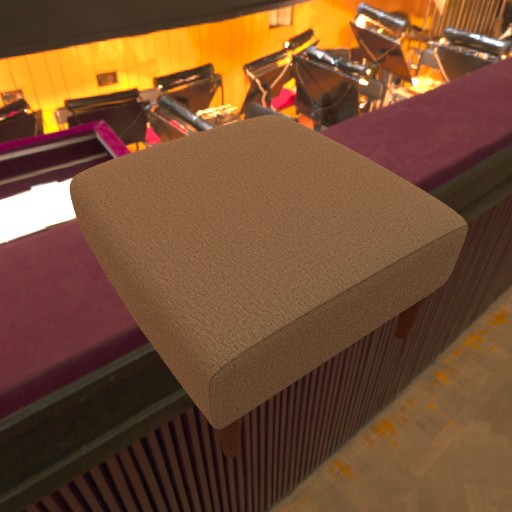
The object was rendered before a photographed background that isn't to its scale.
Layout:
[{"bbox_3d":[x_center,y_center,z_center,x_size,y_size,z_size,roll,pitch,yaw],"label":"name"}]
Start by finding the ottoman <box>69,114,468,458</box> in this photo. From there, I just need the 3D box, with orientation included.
[{"bbox_3d":[0.000,0.000,1.056,0.649,0.398,0.650,-25,47,-26],"label":"ottoman"}]
